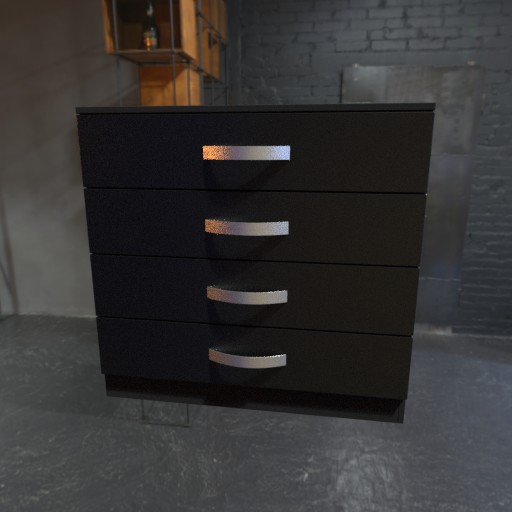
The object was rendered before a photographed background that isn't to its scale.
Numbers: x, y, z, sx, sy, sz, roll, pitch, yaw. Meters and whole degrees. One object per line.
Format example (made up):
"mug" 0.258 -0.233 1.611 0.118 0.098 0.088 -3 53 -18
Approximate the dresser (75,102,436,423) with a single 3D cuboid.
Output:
"dresser" 0.000 0.000 1.146 0.750 0.720 0.360 2 15 9
